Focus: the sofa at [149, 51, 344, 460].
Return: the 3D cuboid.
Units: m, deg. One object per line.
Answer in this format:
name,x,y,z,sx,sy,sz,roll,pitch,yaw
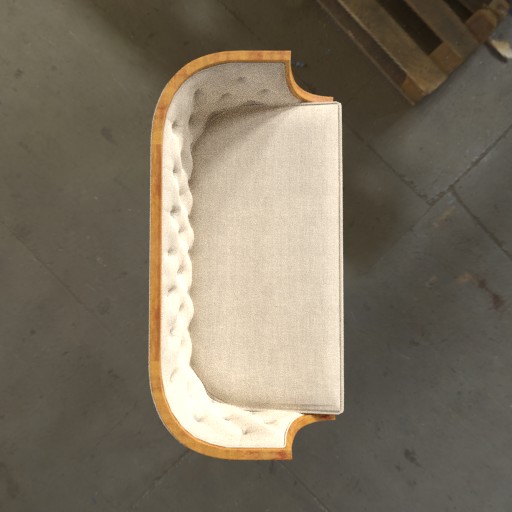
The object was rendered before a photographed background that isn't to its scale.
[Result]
sofa,0.000,0.000,1.948,0.770,0.775,1.474,0,88,0
